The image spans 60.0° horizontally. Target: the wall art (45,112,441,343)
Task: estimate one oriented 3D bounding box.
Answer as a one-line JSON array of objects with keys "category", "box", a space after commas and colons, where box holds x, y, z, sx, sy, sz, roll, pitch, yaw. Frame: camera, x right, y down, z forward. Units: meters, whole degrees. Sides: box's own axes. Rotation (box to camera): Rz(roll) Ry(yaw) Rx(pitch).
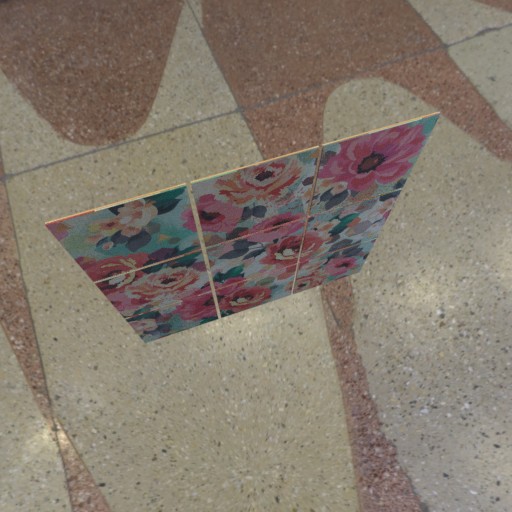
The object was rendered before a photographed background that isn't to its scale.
[{"category": "wall art", "box": [0.000, 0.000, 2.300, 1.521, 1.519, 0.013, -17, 65, -8]}]
